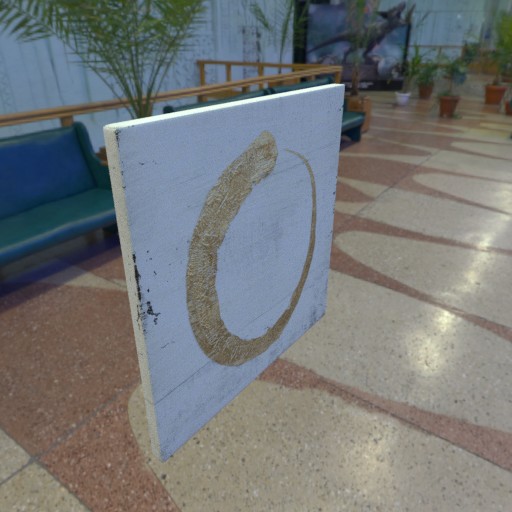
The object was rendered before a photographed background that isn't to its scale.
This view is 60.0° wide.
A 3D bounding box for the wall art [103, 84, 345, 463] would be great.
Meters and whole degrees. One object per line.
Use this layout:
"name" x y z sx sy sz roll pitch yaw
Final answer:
"wall art" 0.000 0.000 1.131 0.038 0.762 0.762 19 33 33
